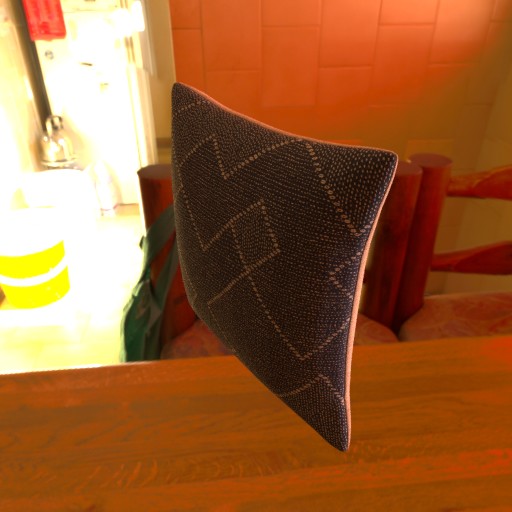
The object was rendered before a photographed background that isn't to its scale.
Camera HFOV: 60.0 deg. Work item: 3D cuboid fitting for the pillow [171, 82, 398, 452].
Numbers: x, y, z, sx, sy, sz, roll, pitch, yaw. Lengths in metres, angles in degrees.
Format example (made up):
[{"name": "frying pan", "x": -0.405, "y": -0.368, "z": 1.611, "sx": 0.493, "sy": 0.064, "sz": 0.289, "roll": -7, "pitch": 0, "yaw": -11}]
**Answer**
[{"name": "pillow", "x": 0.000, "y": 0.000, "z": 0.660, "sx": 0.148, "sy": 0.428, "sz": 0.435, "roll": -21, "pitch": 37, "yaw": -31}]
